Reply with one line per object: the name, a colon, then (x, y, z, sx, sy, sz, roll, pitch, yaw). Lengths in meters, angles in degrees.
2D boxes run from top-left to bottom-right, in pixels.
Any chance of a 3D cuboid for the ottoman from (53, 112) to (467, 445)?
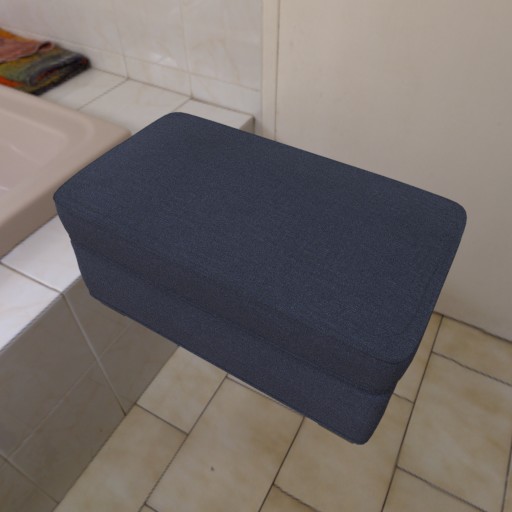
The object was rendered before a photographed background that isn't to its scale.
ottoman: (0.000, 0.000, 1.175, 0.895, 0.453, 0.505, 24, 51, 21)
